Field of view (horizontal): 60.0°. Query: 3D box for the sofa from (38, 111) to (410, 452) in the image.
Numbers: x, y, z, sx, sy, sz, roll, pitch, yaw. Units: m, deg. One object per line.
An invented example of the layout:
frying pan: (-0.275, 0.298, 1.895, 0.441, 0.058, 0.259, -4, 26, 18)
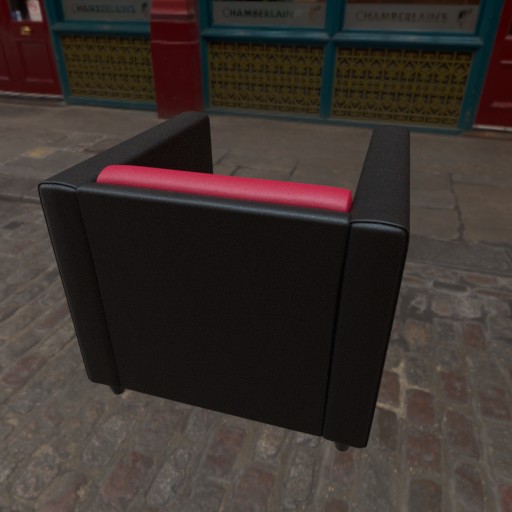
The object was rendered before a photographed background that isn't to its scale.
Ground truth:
sofa: (0.000, 0.000, 1.416, 0.839, 0.724, 0.809, 9, 31, 15)
